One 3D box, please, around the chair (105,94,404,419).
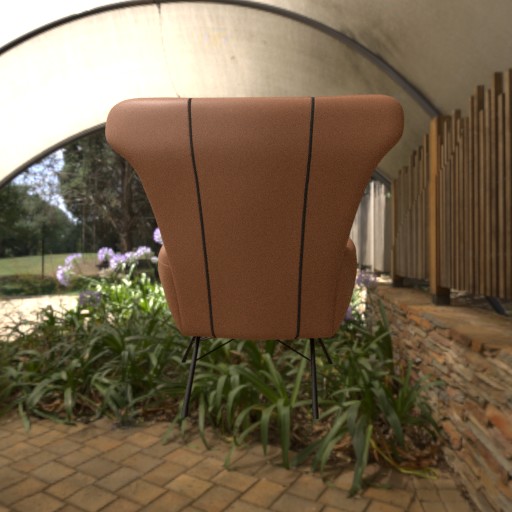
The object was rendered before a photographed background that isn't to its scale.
[{"bbox_3d":[0.000,0.000,1.758,0.980,1.050,0.900,0,-1,2],"label":"chair"}]
